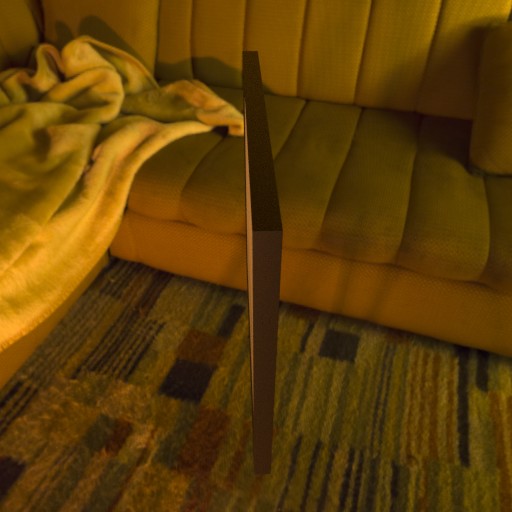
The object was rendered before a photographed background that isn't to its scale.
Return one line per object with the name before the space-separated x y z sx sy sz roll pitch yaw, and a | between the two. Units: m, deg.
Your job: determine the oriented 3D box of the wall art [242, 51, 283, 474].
wall art | 0.000 0.000 0.757 0.028 0.511 0.513 -2 41 -2
